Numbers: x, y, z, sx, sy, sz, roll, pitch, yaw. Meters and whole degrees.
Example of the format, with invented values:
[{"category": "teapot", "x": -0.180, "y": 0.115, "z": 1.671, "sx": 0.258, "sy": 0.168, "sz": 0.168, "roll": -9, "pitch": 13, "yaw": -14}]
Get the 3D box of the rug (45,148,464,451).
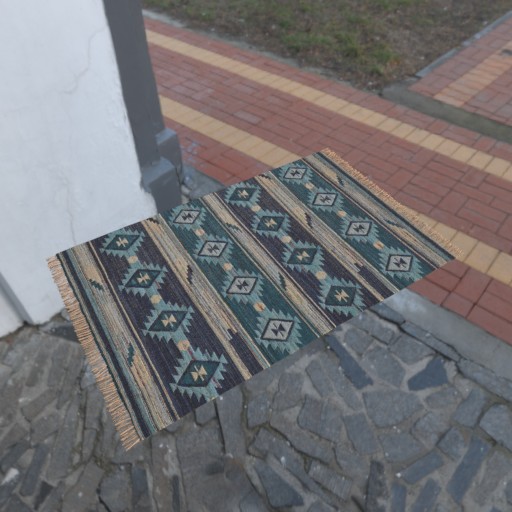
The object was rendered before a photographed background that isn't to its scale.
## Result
[{"category": "rug", "x": 0.000, "y": 0.000, "z": 2.373, "sx": 1.936, "sy": 0.028, "sz": 1.181, "roll": -25, "pitch": 52, "yaw": -21}]
